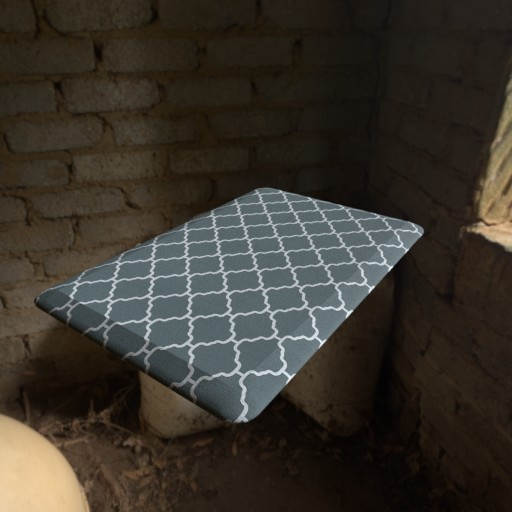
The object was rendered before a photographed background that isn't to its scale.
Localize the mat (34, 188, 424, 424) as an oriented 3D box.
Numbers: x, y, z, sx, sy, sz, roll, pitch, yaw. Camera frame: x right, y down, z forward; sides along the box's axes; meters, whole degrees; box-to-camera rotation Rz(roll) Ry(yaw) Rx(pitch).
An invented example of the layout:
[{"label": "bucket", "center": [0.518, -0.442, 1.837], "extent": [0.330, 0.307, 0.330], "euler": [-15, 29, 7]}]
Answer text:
[{"label": "mat", "center": [0.000, 0.000, 0.962], "extent": [0.508, 0.021, 0.762], "euler": [19, 34, 31]}]
